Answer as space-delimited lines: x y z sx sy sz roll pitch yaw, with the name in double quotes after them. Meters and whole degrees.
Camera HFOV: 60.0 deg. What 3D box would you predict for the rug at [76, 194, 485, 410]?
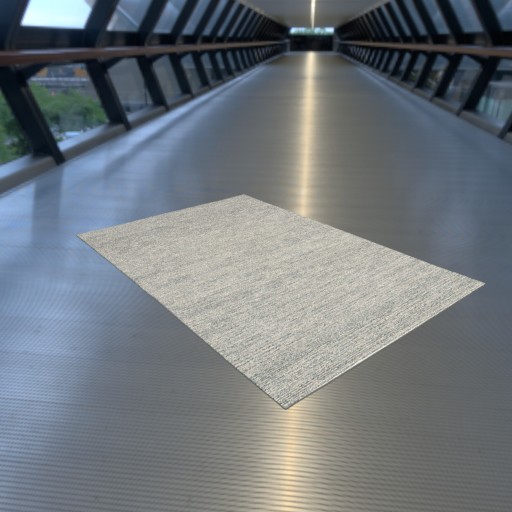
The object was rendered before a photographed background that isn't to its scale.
0.000 0.000 2.986 1.616 0.030 2.338 -19 31 -35 "rug"
